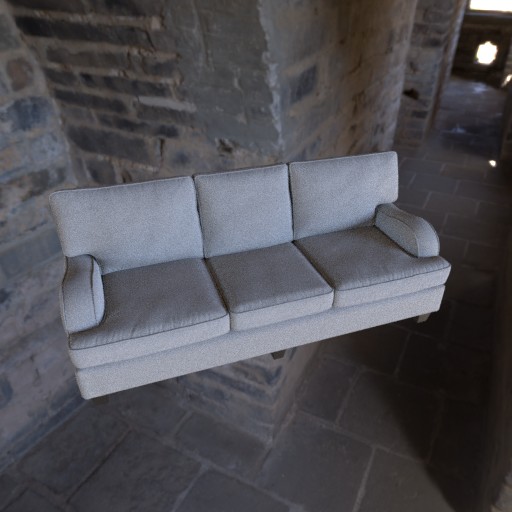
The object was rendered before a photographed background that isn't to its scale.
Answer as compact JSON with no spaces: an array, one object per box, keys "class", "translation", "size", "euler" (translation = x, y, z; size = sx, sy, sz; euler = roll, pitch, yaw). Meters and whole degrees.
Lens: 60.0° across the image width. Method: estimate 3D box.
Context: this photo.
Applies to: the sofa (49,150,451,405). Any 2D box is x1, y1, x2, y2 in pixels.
[{"class":"sofa","translation":[0.000,0.000,2.856],"size":[2.323,0.997,1.016],"euler":[-11,34,-16]}]
